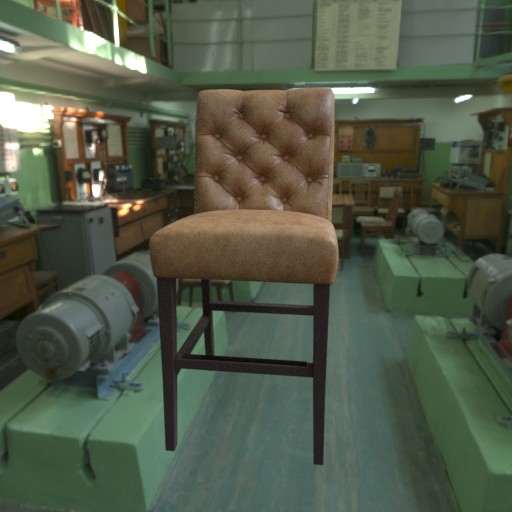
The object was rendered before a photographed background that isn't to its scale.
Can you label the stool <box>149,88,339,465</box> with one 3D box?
[{"bbox_3d":[0.000,0.000,1.403,0.493,1.047,0.601,2,15,7],"label":"stool"}]
